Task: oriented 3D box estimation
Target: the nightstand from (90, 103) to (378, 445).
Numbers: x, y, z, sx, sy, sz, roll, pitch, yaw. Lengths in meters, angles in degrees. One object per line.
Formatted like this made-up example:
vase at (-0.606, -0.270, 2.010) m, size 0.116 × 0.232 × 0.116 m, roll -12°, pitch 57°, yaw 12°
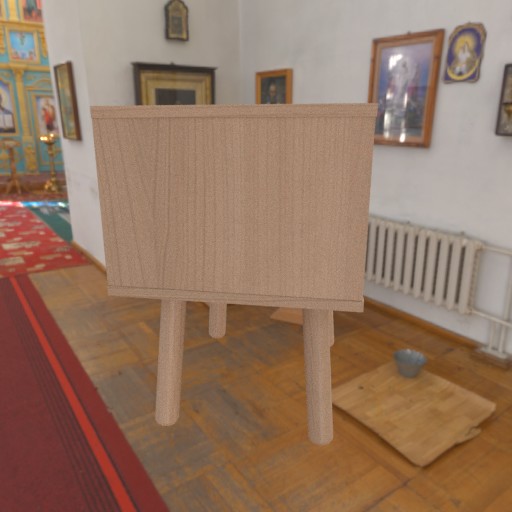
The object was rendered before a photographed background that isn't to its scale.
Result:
nightstand at (0.000, 0.000, 0.856) m, size 0.380 × 0.530 × 0.450 m, roll 3°, pitch 16°, yaw 10°
